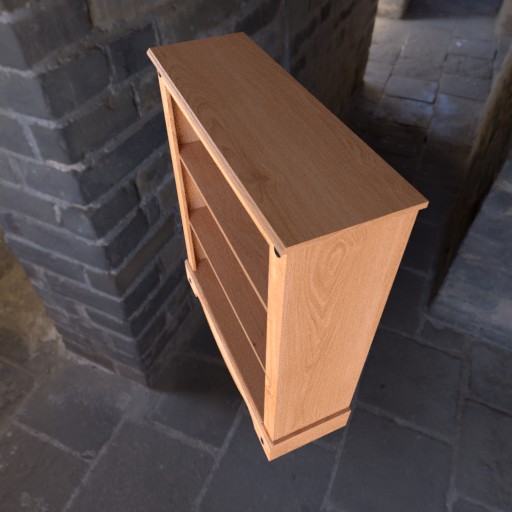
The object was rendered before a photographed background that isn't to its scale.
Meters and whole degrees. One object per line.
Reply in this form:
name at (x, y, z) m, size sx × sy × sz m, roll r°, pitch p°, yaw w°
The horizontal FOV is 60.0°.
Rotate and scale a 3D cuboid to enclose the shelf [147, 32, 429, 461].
shelf at (0.000, 0.000, 1.358) m, size 0.291 × 0.980 × 0.840 m, roll -18°, pitch 50°, yaw -16°
